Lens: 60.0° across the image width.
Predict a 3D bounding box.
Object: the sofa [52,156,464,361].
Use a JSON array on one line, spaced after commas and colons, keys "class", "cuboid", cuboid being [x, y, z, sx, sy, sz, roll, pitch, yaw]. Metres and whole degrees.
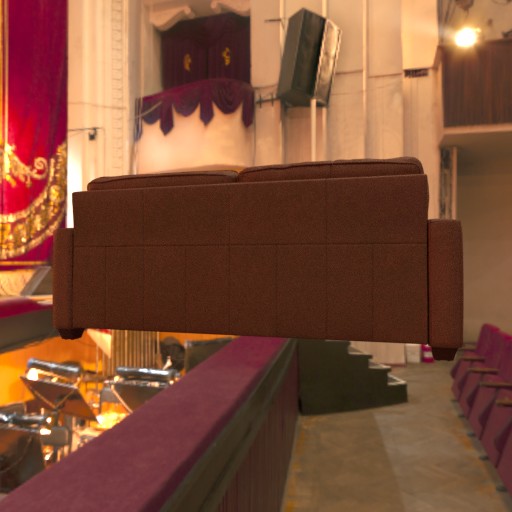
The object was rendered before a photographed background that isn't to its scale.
[{"class": "sofa", "cuboid": [0.000, 0.000, 2.554, 2.080, 0.919, 0.940, 0, -1, 16]}]
